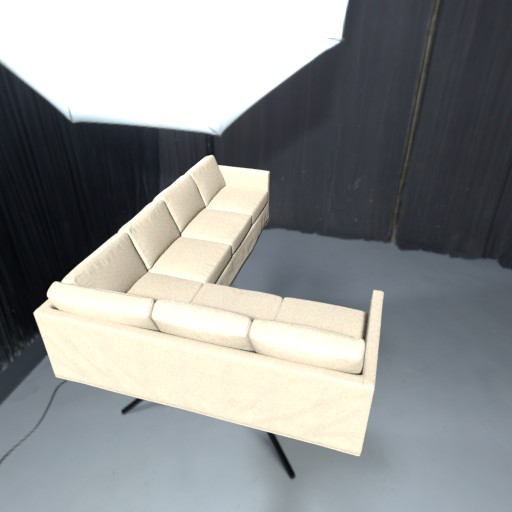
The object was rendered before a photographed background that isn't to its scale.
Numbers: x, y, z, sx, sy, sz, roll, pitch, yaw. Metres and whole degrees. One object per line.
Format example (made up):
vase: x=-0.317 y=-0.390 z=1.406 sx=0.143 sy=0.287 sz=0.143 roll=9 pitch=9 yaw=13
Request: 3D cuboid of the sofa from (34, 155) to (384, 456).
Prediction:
sofa: x=0.000 y=0.000 z=4.306 sx=2.432 sy=0.871 sz=3.182 roll=9 pitch=33 yaw=14
